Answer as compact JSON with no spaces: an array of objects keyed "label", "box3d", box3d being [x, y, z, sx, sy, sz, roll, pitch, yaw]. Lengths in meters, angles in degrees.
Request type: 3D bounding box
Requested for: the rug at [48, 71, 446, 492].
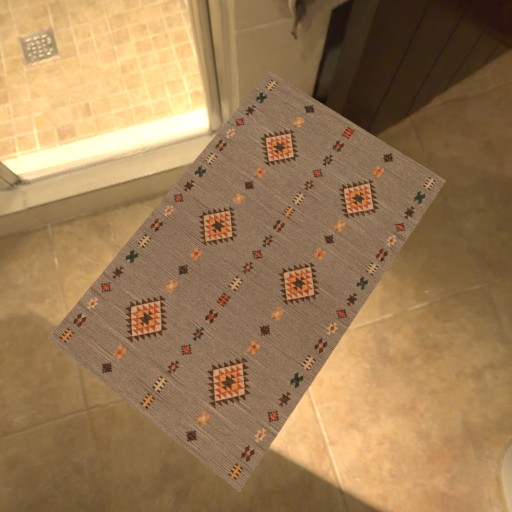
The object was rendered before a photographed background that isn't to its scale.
[{"label":"rug","box3d":[0.000,0.000,2.951,1.515,0.007,2.427,35,78,8]}]
